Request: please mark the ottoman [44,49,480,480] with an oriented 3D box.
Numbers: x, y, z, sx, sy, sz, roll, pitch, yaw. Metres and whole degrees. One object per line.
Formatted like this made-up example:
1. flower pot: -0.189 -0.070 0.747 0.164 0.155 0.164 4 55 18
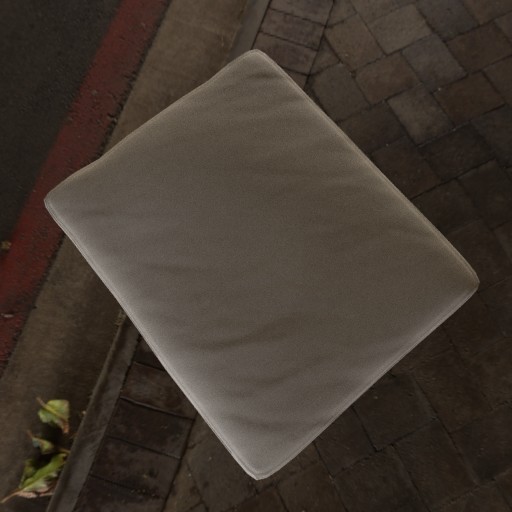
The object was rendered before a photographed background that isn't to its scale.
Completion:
1. ottoman: 0.000 0.000 1.432 0.836 0.492 1.002 -39 79 -9
